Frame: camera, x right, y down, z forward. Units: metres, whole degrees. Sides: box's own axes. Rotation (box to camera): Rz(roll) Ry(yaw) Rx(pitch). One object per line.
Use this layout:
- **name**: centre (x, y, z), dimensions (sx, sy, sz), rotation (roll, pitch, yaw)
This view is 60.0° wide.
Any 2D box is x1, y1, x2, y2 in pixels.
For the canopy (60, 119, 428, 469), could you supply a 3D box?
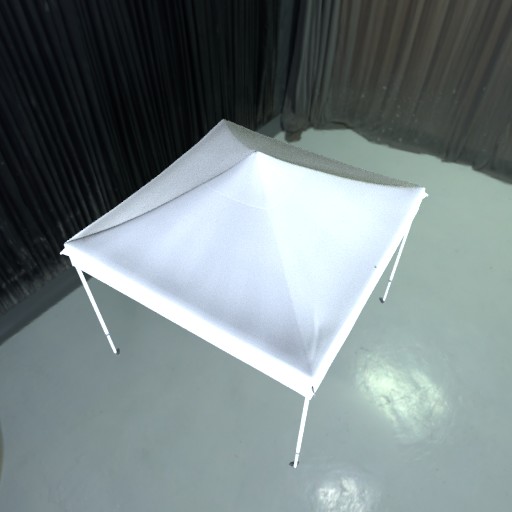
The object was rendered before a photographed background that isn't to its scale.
- **canopy**: centre (0.000, 0.000, 5.399), dimensions (2.996, 2.998, 2.994), rotation (25, 52, 21)
